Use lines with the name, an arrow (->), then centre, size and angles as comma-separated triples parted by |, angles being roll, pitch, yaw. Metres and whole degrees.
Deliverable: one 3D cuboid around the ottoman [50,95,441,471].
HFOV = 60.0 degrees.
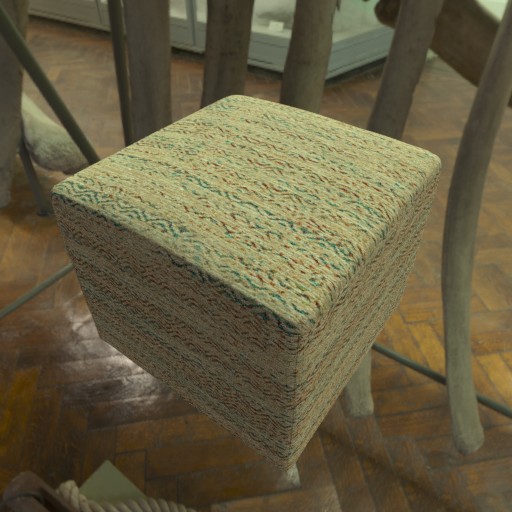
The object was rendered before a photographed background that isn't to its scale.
ottoman -> 0.000, 0.000, 0.902 | 0.512, 0.453, 0.521 | 26, 48, 26
